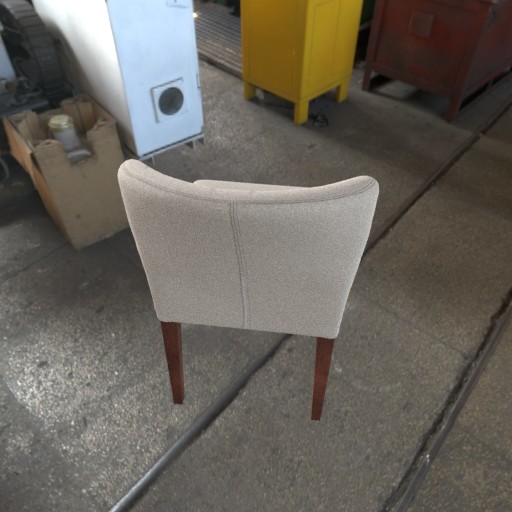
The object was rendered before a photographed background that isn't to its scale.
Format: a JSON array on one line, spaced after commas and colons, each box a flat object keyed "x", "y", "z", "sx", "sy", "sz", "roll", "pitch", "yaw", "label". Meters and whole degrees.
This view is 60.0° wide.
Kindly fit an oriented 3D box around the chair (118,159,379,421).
[{"x": 0.000, "y": 0.000, "z": 1.195, "sx": 0.491, "sy": 0.839, "sz": 0.592, "roll": 5, "pitch": 46, "yaw": 5, "label": "chair"}]
